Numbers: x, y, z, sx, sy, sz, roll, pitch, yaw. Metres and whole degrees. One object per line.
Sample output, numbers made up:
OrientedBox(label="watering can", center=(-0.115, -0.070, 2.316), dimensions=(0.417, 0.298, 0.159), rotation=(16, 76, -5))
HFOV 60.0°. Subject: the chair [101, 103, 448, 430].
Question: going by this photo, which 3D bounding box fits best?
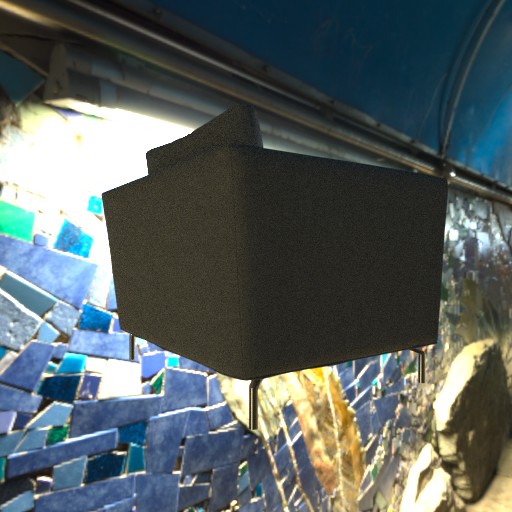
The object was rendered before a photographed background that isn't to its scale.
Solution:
OrientedBox(label="chair", center=(0.000, 0.000, 1.662), dimensions=(0.889, 0.864, 1.041), rotation=(0, 0, -35))
